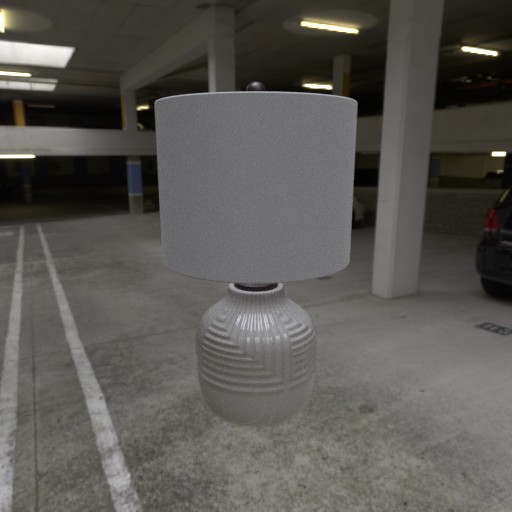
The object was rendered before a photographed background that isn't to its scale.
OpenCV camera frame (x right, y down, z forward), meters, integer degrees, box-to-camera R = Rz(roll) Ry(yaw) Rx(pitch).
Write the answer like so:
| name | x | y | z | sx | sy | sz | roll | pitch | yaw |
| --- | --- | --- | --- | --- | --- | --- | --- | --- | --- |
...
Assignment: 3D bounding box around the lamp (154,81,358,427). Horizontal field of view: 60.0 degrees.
| name | x | y | z | sx | sy | sz | roll | pitch | yaw |
| --- | --- | --- | --- | --- | --- | --- | --- | --- | --- |
| lamp | 0.000 | 0.000 | 0.767 | 0.318 | 0.567 | 0.318 | 0 | 13 | 0 |
